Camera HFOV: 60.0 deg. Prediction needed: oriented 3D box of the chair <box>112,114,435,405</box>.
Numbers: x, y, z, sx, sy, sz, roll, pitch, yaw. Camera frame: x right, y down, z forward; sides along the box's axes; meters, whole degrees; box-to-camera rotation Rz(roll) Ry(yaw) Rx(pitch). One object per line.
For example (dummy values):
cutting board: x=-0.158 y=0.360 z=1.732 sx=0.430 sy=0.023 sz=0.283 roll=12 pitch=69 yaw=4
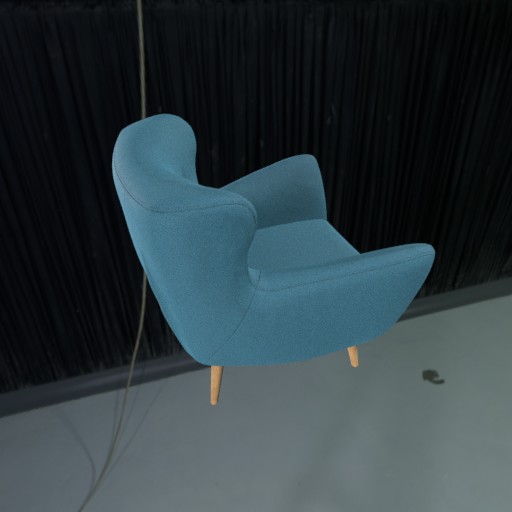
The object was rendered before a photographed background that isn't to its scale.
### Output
chair: x=0.000 y=0.000 z=1.632 sx=0.889 sy=0.889 sz=0.890 roll=-11 pitch=35 yaw=-17
